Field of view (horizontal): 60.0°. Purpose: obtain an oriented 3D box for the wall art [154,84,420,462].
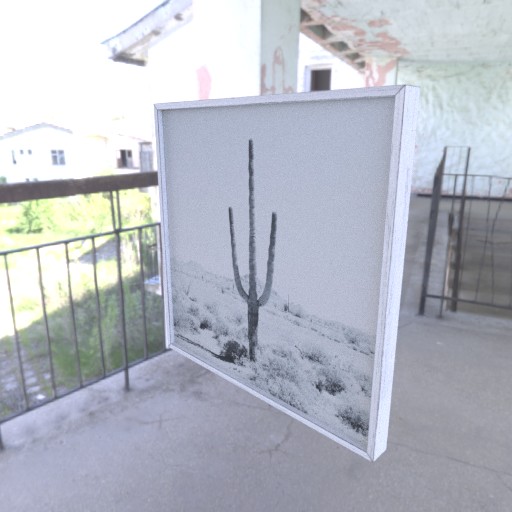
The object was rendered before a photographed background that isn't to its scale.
[{"bbox_3d":[0.000,0.000,0.751,0.508,0.508,0.038,15,21,42],"label":"wall art"}]
